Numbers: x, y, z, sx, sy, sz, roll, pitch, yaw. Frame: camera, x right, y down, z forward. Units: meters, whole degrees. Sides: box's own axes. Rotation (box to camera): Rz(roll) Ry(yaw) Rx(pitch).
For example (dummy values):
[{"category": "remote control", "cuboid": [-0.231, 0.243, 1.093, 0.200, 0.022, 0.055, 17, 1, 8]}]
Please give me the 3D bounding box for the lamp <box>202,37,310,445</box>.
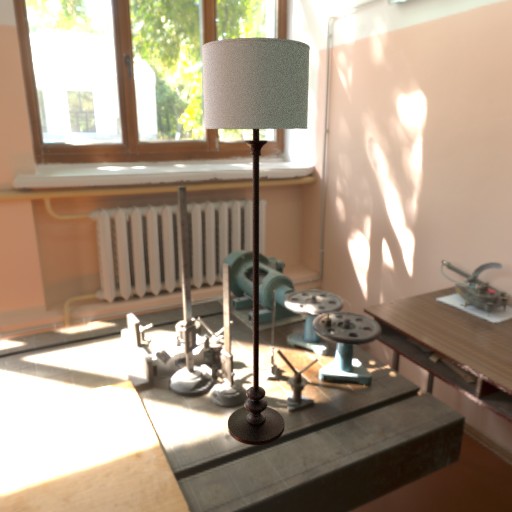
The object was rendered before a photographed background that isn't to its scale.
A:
[{"category": "lamp", "cuboid": [0.000, 0.000, 1.668, 0.356, 1.487, 0.356, 2, 16, 7]}]
